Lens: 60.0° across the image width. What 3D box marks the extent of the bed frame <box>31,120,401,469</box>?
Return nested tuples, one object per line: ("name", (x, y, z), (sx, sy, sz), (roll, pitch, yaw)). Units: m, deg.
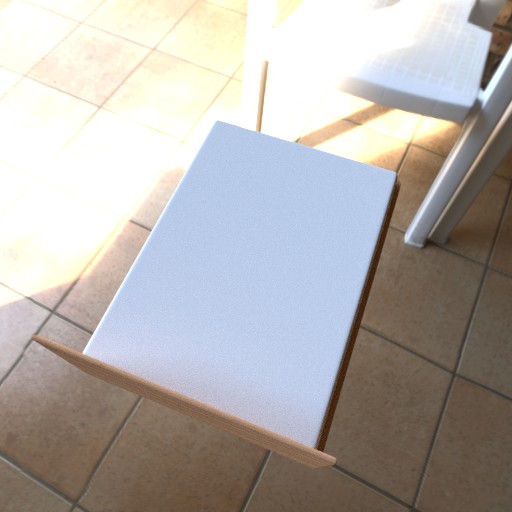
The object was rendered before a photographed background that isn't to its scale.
("bed frame", (0.000, 0.000, 2.770), (1.472, 0.940, 1.992), (19, 65, 9))
